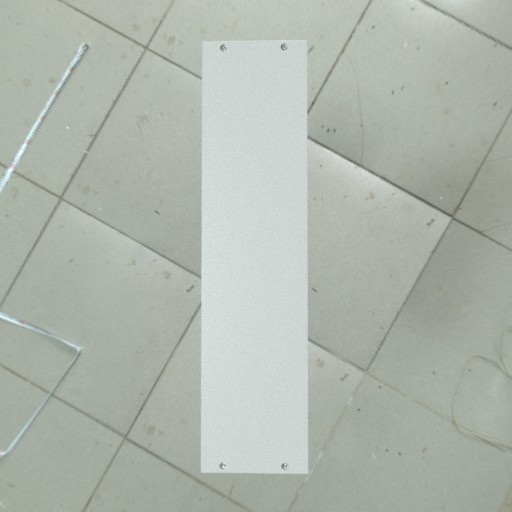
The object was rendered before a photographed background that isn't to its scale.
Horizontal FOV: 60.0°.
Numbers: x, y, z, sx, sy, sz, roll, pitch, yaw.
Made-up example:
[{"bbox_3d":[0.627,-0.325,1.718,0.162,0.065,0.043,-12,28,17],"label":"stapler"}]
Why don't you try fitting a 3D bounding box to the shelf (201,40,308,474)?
[{"bbox_3d":[0.000,0.000,0.709,0.150,0.170,0.610,0,89,2],"label":"shelf"}]
